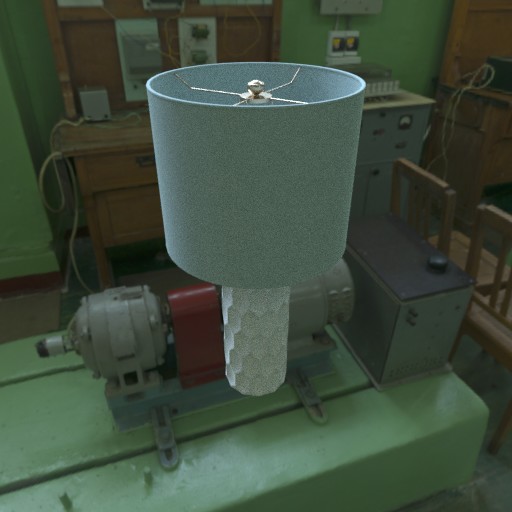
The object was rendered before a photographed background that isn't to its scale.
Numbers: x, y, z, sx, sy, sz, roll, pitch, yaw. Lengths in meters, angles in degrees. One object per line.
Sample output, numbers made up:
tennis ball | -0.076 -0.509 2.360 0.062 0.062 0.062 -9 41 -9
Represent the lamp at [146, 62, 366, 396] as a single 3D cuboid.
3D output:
lamp | 0.000 0.000 0.711 0.277 0.534 0.277 -12 34 -18
